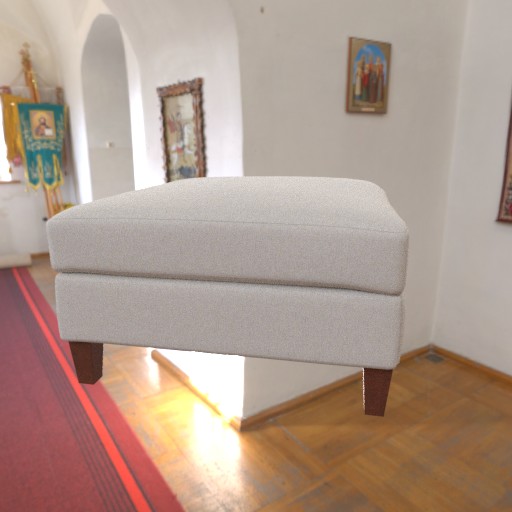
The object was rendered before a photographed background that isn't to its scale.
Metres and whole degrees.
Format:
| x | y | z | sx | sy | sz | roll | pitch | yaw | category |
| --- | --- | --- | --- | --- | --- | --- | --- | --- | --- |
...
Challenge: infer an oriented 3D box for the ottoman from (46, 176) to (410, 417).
| x | y | z | sx | sy | sz | roll | pitch | yaw | category |
| --- | --- | --- | --- | --- | --- | --- | --- | --- | --- |
| 0.000 | 0.000 | 1.445 | 0.836 | 0.492 | 0.976 | 3 | 15 | 11 | ottoman |
